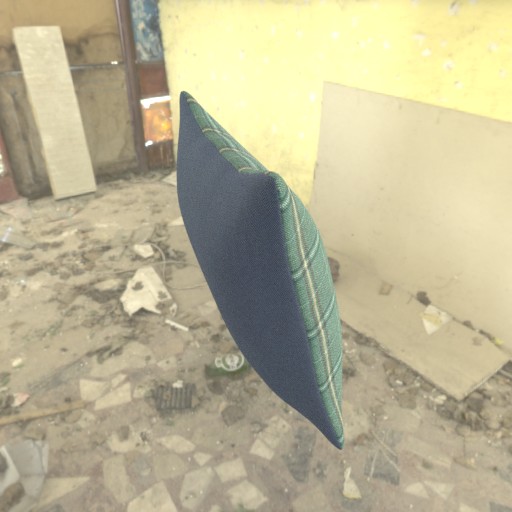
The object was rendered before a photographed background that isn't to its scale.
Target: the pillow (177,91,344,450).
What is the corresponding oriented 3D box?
[{"bbox_3d":[0.000,0.000,0.697,0.200,0.430,0.453,-9,31,-16],"label":"pillow"}]
